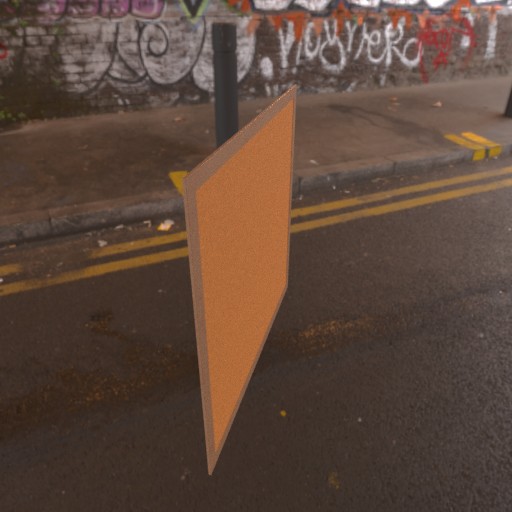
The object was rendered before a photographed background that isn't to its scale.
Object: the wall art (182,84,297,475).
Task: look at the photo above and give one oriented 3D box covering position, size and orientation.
[{"bbox_3d":[0.000,0.000,1.720,0.025,1.067,1.168,9,32,14],"label":"wall art"}]
